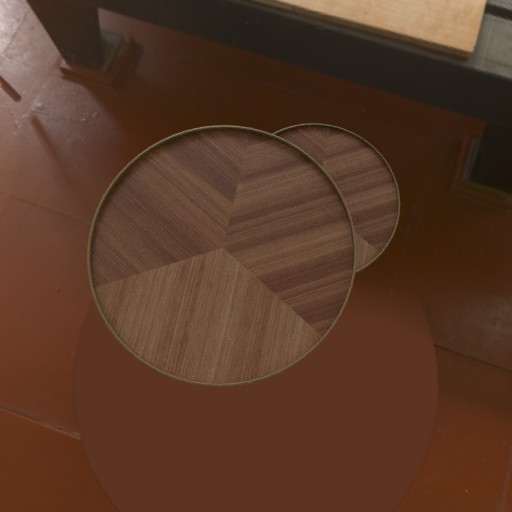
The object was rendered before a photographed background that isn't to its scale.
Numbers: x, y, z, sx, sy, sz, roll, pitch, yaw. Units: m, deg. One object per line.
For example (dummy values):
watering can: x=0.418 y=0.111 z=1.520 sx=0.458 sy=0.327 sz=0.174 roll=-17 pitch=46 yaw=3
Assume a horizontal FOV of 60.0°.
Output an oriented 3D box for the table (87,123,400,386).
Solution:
table: x=0.000 y=0.000 z=1.156 sx=0.751 sy=0.555 sz=0.532 roll=-36 pitch=79 yaw=-8
